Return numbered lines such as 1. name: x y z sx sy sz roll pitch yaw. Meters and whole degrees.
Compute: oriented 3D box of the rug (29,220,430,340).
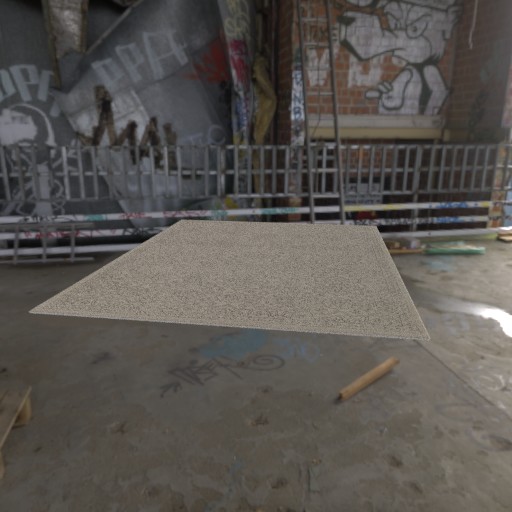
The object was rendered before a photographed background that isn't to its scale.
1. rug: 0.000 0.000 4.076 2.441 0.015 3.050 3 16 9
